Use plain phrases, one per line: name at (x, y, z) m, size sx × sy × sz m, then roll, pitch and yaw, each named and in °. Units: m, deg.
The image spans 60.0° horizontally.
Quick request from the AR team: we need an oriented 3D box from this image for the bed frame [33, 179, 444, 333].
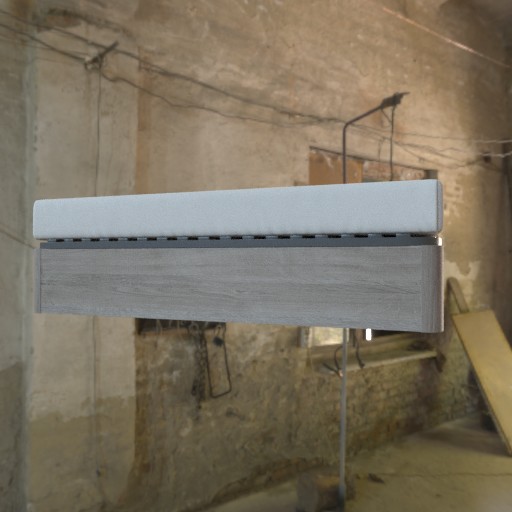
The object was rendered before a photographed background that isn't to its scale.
bed frame at (0.000, 0.000, 2.539) m, size 1.900 × 0.561 × 1.400 m, roll 0°, pitch 0°, yaw 18°
